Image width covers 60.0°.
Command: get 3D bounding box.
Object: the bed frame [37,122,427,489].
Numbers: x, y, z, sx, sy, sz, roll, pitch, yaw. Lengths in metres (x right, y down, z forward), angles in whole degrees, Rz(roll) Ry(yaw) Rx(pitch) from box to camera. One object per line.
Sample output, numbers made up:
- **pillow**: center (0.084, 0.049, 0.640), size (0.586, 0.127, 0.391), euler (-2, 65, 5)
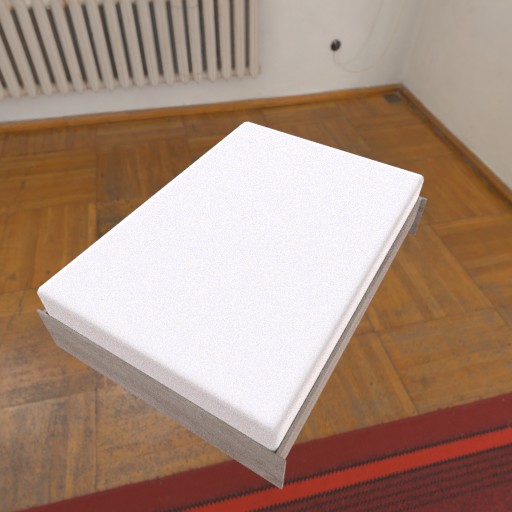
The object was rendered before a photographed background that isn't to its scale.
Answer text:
- **bed frame**: center (0.000, 0.000, 2.634), size (1.445, 0.497, 1.945), euler (23, 50, 21)
